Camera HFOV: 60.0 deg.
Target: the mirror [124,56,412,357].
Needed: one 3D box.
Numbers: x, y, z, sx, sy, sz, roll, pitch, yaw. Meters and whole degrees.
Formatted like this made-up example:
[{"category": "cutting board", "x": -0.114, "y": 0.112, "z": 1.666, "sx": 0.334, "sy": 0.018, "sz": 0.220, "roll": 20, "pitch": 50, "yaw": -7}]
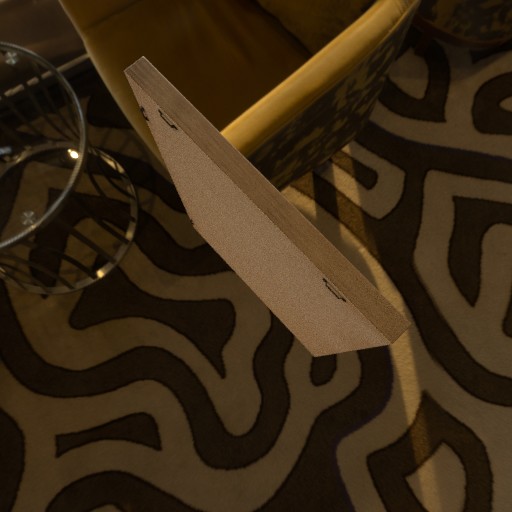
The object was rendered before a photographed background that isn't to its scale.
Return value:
[{"category": "mirror", "x": 0.000, "y": 0.000, "z": 0.916, "sx": 0.040, "sy": 0.710, "sz": 0.507, "roll": -42, "pitch": 80, "yaw": -9}]
